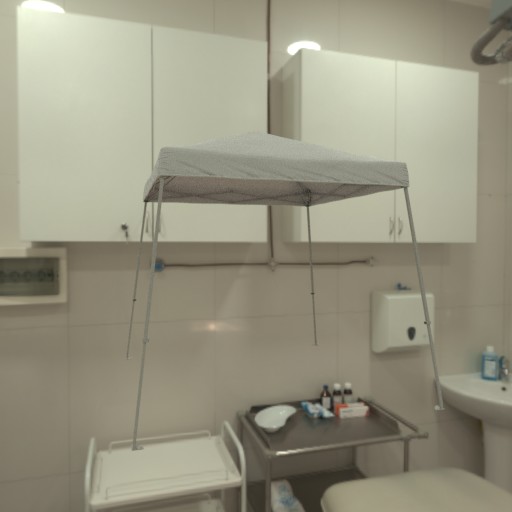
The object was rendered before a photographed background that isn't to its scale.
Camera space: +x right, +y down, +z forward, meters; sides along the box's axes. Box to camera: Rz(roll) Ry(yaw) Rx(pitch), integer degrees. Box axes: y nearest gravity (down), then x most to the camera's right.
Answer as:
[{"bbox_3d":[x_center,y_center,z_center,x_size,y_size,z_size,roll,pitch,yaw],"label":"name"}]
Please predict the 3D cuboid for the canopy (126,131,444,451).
[{"bbox_3d":[0.000,0.000,5.089,2.848,2.849,2.849,0,2,-17],"label":"canopy"}]
